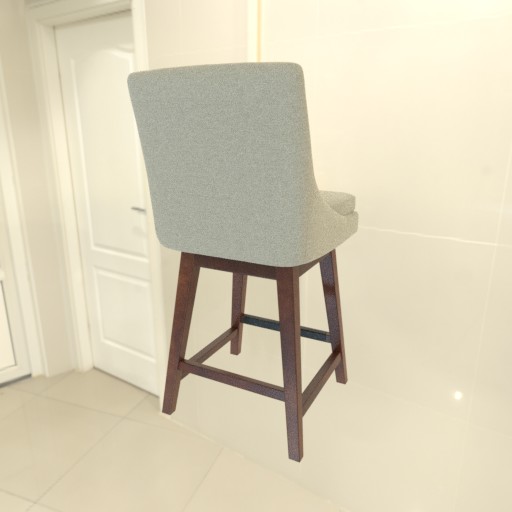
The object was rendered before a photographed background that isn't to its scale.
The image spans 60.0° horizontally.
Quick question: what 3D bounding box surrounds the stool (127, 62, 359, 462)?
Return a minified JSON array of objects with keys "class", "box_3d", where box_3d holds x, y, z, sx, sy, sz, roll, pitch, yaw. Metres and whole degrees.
[{"class":"stool","box_3d":[0.000,0.000,1.310,0.469,0.991,0.559,9,19,26]}]
